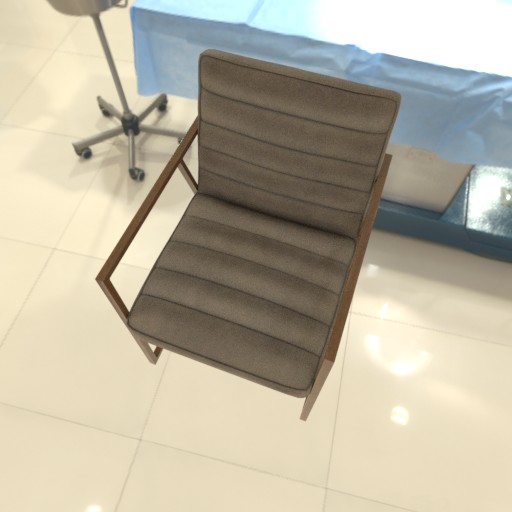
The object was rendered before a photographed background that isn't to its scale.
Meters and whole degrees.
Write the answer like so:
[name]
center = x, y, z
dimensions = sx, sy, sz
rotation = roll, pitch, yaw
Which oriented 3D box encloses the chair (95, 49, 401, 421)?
[chair]
center = 0.000, 0.000, 1.309
dimensions = 0.578, 0.843, 0.682
rotation = 18, 61, 10
